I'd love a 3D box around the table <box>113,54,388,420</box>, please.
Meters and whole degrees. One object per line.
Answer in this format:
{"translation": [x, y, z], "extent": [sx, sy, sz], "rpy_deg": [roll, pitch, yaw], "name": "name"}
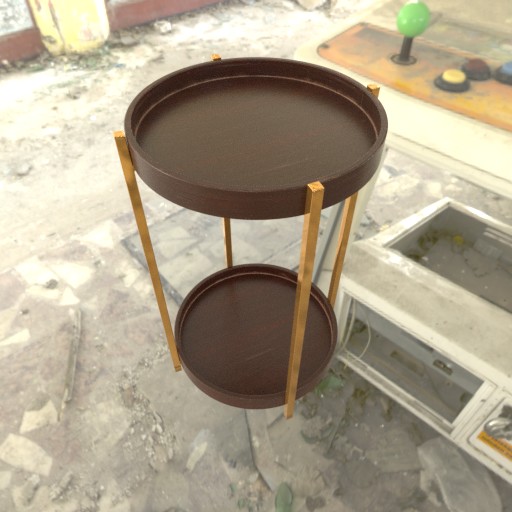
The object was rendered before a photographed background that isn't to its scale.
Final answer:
{"translation": [0.000, 0.000, 0.850], "extent": [0.400, 0.610, 0.400], "rpy_deg": [-15, 48, -14], "name": "table"}
